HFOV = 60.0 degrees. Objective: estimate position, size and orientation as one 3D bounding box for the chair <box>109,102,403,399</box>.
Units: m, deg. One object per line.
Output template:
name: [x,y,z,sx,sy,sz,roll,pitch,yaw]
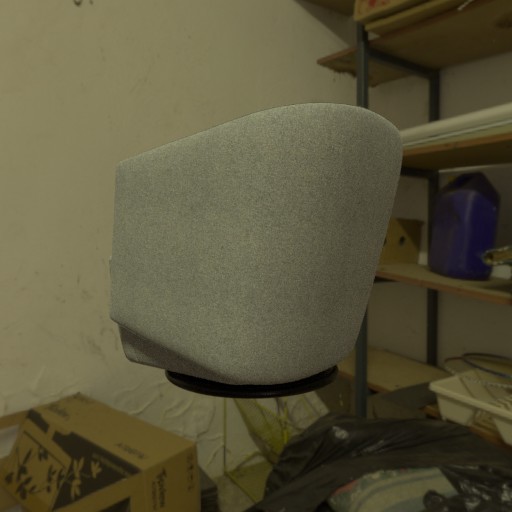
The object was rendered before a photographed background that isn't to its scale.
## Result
chair: [0.000,0.000,1.637,0.986,0.861,0.822,1,1,36]
